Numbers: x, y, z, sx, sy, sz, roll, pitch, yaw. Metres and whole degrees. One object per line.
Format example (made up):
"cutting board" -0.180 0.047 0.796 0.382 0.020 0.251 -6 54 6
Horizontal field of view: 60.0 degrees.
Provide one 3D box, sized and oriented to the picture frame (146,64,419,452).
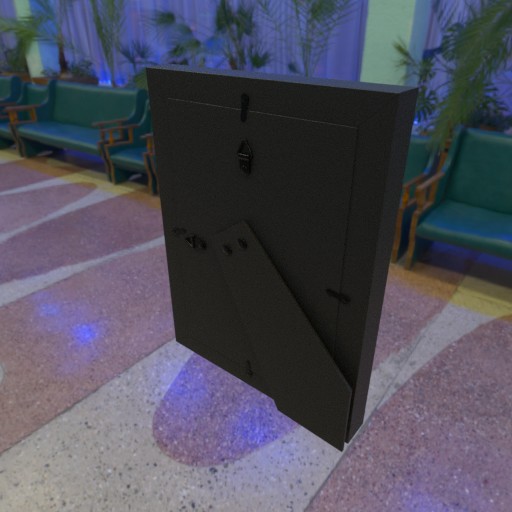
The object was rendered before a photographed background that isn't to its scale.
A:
"picture frame" 0.000 0.000 0.274 0.157 0.208 0.028 21 35 33
